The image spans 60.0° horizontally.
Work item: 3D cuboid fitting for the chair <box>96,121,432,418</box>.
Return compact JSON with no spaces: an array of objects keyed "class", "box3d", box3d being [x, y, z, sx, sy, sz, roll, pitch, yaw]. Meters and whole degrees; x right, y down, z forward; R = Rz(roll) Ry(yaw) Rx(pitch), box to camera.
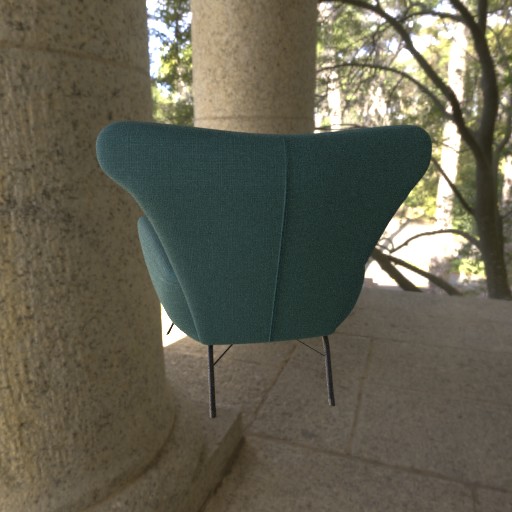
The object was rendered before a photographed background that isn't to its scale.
[{"class":"chair","box3d":[0.000,0.000,1.751,1.050,0.980,0.900,-3,14,-10]}]
